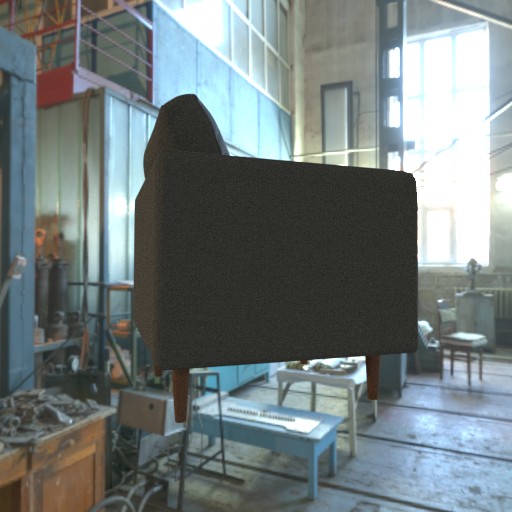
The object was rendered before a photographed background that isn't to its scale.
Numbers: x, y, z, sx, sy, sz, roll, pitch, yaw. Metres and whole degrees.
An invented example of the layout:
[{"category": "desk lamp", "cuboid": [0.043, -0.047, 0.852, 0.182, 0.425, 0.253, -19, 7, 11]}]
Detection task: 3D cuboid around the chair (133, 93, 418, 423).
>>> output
[{"category": "chair", "cuboid": [0.000, 0.000, 1.586, 0.800, 0.927, 0.854, 0, -1, -19]}]
